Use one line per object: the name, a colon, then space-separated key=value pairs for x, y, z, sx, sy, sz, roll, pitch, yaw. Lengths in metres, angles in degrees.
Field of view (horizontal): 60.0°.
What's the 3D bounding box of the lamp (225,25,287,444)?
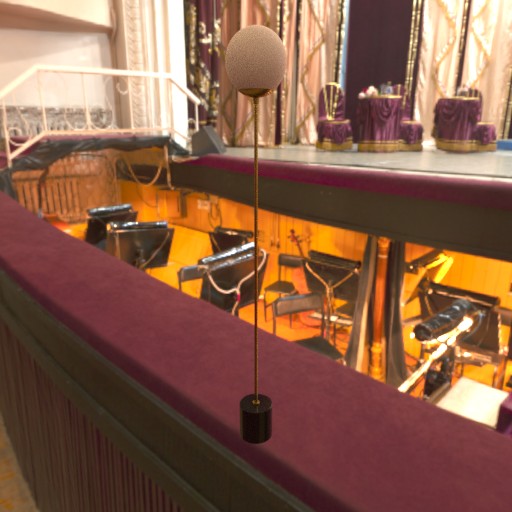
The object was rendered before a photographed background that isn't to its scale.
lamp: x=0.000 y=0.000 z=1.858 sx=0.229 sy=1.748 sz=0.229 roll=15 pitch=22 yaw=42
